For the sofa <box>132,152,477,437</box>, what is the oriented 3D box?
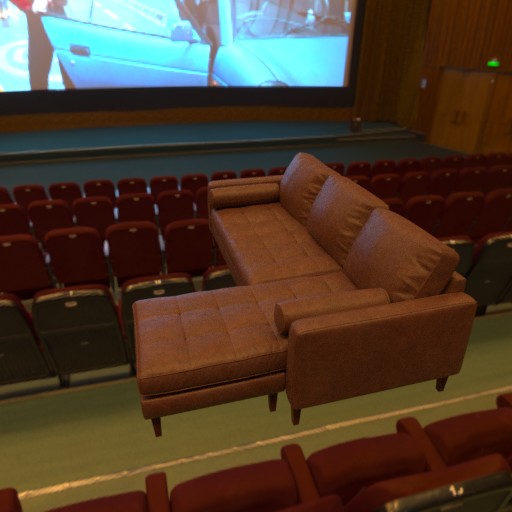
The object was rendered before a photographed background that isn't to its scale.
[{"bbox_3d":[0.000,0.000,2.908,1.613,0.841,2.185,-7,28,-14],"label":"sofa"}]
